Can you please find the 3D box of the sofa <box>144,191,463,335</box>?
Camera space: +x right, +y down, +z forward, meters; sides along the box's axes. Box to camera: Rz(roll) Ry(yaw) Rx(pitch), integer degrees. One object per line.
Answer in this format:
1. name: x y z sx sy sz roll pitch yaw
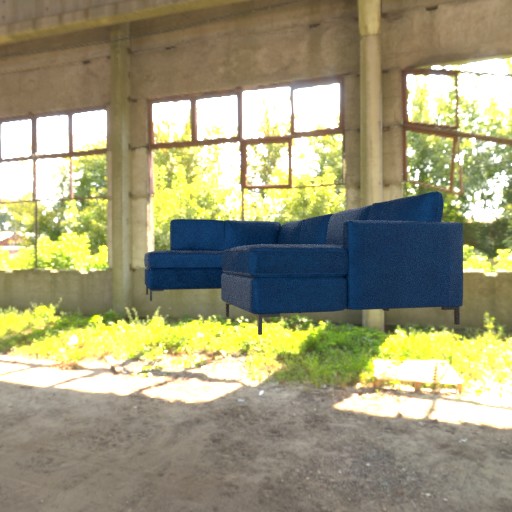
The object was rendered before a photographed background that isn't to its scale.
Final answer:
1. sofa: 0.000 0.000 4.467 2.055 0.992 3.434 0 0 -16
